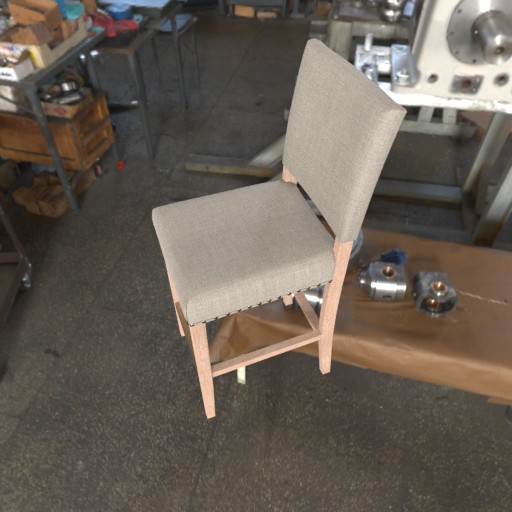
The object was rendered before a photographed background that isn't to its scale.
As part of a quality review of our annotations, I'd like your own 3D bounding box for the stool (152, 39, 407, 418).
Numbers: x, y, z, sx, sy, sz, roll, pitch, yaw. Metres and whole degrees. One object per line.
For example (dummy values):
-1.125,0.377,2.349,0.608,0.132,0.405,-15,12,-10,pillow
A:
0.000,0.000,1.477,0.585,1.173,0.445,-15,48,-14,stool
